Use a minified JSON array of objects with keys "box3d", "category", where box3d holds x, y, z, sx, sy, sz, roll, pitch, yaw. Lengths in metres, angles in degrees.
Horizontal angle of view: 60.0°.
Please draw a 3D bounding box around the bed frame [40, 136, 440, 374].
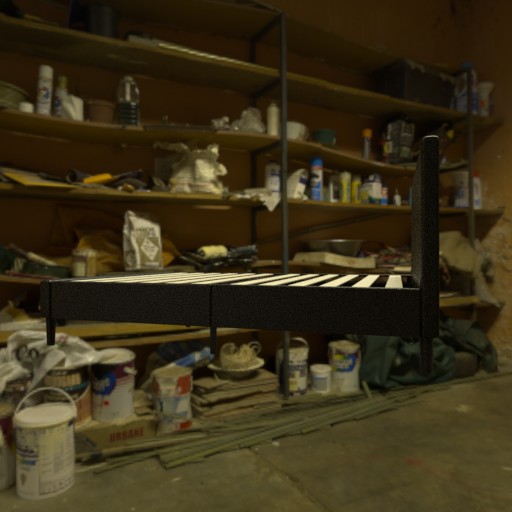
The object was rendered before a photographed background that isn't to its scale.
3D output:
[{"box3d":[0.000,0.000,3.197,2.318,1.127,1.634,0,0,18],"category":"bed frame"}]
